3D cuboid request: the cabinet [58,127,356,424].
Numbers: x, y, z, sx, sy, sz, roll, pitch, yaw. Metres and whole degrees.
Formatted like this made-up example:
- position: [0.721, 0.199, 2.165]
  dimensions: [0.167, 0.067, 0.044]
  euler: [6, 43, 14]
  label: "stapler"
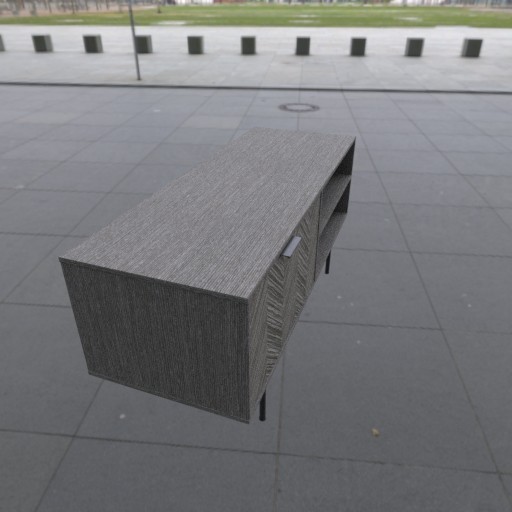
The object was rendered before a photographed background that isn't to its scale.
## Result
- position: [0.000, 0.000, 1.636]
  dimensions: [0.500, 0.599, 1.300]
  euler: [11, 32, 18]
  label: "cabinet"
